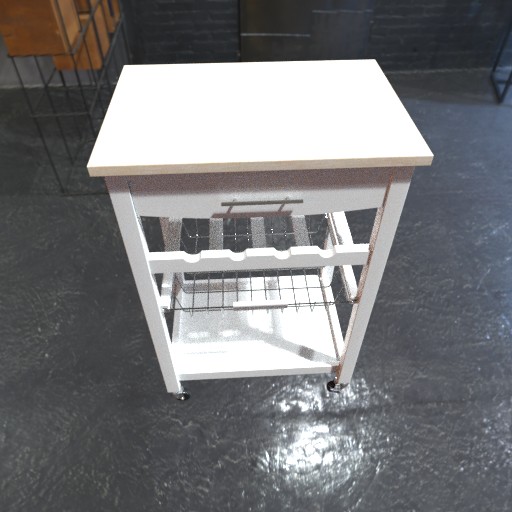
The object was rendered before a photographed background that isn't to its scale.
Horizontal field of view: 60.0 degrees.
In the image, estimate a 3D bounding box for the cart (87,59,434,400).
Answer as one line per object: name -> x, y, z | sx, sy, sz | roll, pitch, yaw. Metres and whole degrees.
cart -> 0.000, 0.000, 1.182 | 0.578, 0.857, 0.406 | -2, 45, -2
